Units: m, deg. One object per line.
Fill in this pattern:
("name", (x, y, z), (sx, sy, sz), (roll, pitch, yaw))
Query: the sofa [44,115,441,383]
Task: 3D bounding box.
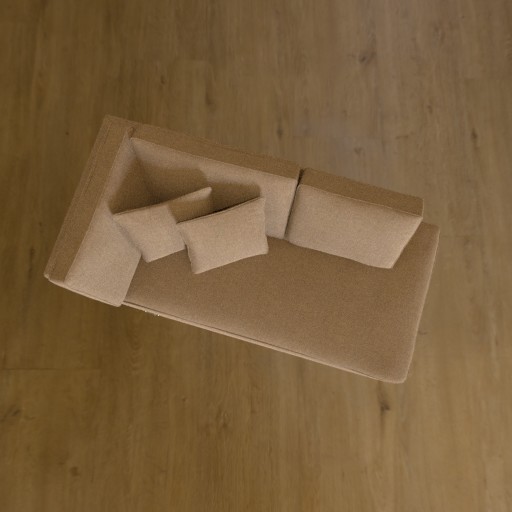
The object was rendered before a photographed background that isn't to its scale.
("sofa", (0.000, 0.000, 2.847), (2.238, 1.019, 1.110), (16, 78, 3))
